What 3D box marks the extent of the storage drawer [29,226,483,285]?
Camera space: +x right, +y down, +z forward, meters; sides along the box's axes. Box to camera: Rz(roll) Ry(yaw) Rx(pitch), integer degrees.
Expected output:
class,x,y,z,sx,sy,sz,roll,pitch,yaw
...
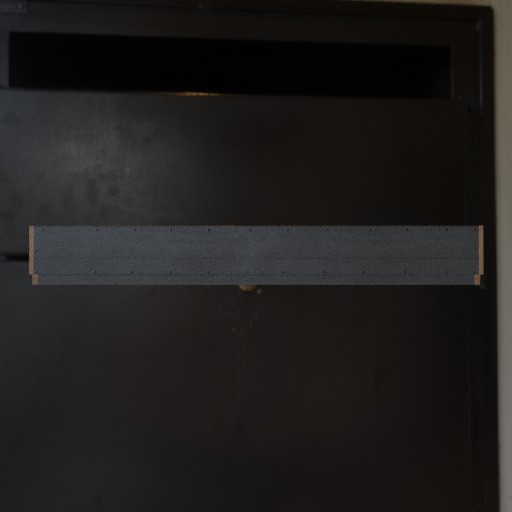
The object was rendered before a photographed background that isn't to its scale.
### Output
class,x,y,z,sx,sy,sz,roll,pitch,yaw
storage drawer,0.000,0.000,2.251,2.032,0.264,0.538,0,-1,0
